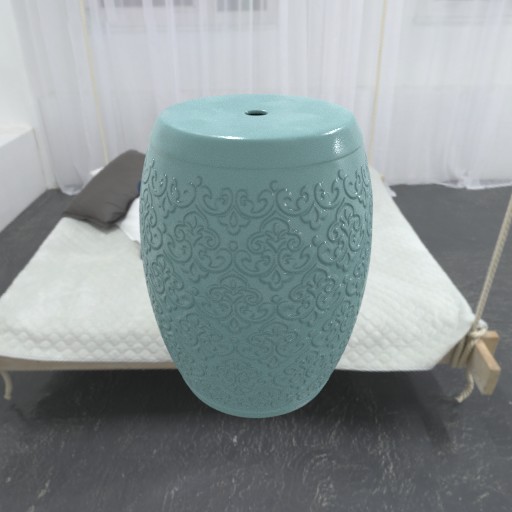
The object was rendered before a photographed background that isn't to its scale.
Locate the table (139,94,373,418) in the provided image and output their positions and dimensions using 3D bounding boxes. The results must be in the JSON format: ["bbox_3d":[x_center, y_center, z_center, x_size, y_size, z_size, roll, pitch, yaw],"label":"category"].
[{"bbox_3d":[0.000,0.000,0.624,0.309,0.397,0.309,0,31,0],"label":"table"}]
